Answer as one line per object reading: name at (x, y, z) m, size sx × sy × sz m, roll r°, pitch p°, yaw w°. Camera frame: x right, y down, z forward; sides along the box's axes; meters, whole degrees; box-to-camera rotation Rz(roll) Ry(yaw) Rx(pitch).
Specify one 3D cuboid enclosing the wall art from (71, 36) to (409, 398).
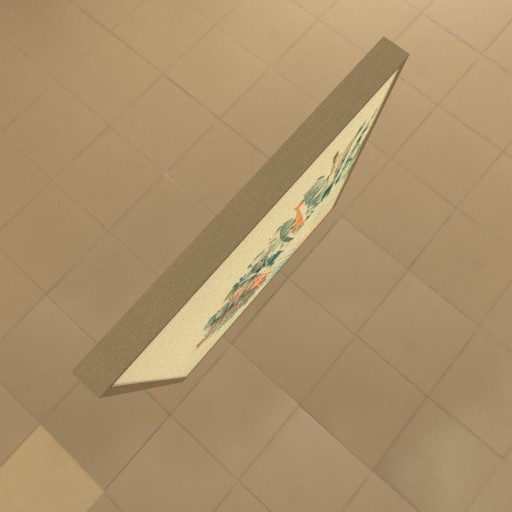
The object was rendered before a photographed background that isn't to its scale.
wall art at (0.000, 0.000, 0.721) m, size 0.038 × 0.506 × 0.508 m, roll 40°, pitch 79°, yaw 9°
